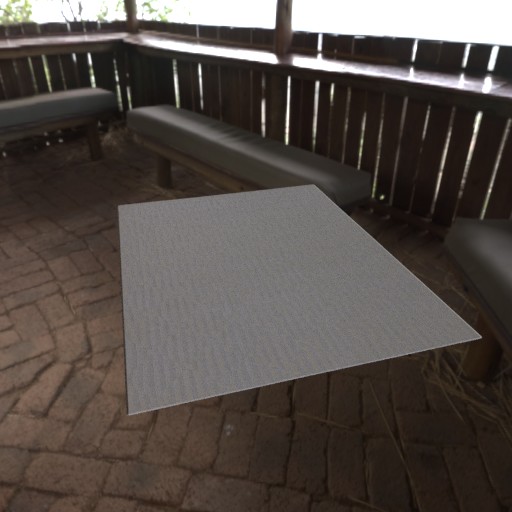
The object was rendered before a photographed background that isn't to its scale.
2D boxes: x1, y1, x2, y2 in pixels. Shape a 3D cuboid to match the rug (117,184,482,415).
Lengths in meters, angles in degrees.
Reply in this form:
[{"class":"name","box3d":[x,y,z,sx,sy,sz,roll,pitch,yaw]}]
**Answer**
[{"class":"rug","box3d":[0.000,0.000,4.074,2.410,0.021,3.055,-8,31,-14]}]
